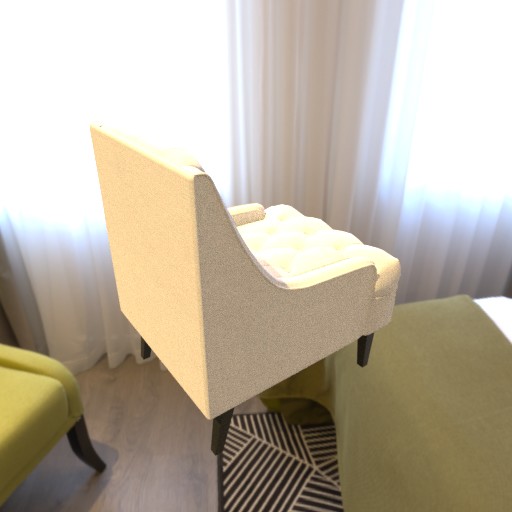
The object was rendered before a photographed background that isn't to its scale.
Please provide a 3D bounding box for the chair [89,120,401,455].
[{"bbox_3d":[0.000,0.000,1.483,0.772,0.891,0.658,-19,34,-31],"label":"chair"}]
